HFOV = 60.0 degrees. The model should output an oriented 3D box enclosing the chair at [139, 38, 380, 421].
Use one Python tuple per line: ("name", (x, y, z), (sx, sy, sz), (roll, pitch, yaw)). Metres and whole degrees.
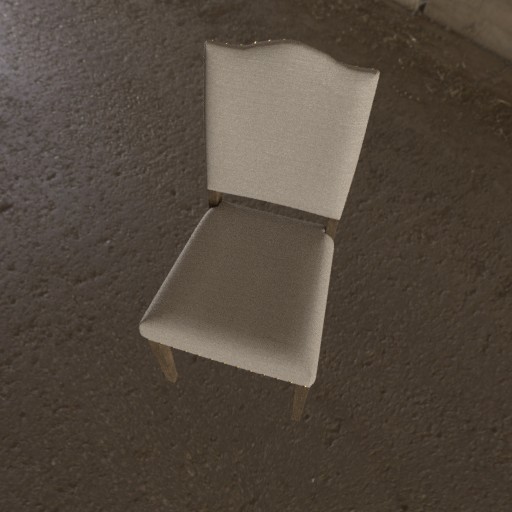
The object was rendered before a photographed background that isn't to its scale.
("chair", (0.000, 0.000, 1.319), (0.508, 1.020, 0.620), (14, 58, 9))
